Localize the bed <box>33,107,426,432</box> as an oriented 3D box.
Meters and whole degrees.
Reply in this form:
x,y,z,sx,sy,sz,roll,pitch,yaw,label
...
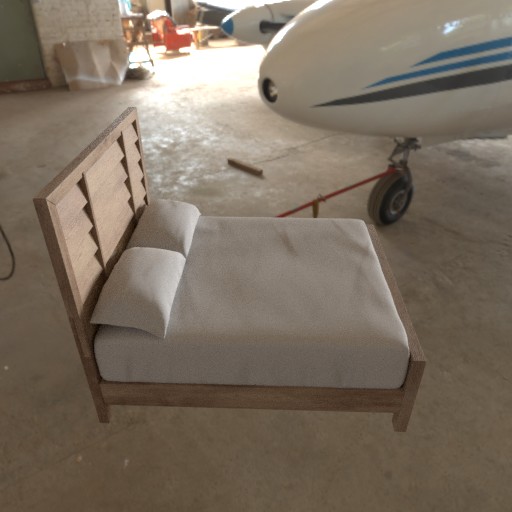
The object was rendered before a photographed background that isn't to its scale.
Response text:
x,y,z,sx,sy,sz,roll,pitch,yaw,label
0.000,0.000,3.133,2.017,1.631,1.615,1,33,2,bed
